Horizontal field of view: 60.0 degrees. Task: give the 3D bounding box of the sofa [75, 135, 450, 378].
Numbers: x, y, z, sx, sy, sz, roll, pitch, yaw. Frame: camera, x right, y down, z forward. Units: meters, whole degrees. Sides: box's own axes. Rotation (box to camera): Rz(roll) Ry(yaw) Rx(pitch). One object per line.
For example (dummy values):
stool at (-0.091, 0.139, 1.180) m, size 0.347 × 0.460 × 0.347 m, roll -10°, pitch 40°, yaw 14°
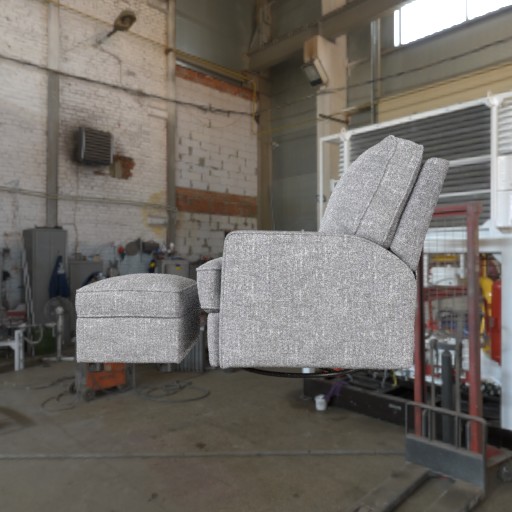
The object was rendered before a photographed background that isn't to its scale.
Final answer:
sofa at (0.000, 0.000, 2.040) m, size 1.472 × 0.959 × 0.861 m, roll 0°, pitch 0°, yaw 2°
